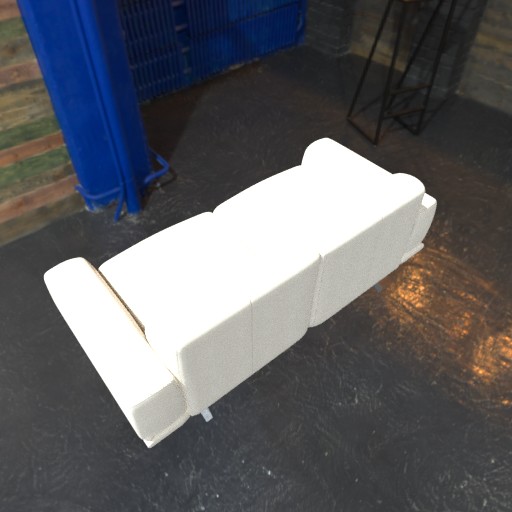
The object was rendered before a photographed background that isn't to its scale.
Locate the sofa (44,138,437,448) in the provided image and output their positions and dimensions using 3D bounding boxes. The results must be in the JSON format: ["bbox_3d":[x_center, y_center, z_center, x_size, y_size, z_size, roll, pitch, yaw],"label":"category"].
[{"bbox_3d":[0.000,0.000,2.355,1.901,0.772,0.900,-30,53,-26],"label":"sofa"}]
